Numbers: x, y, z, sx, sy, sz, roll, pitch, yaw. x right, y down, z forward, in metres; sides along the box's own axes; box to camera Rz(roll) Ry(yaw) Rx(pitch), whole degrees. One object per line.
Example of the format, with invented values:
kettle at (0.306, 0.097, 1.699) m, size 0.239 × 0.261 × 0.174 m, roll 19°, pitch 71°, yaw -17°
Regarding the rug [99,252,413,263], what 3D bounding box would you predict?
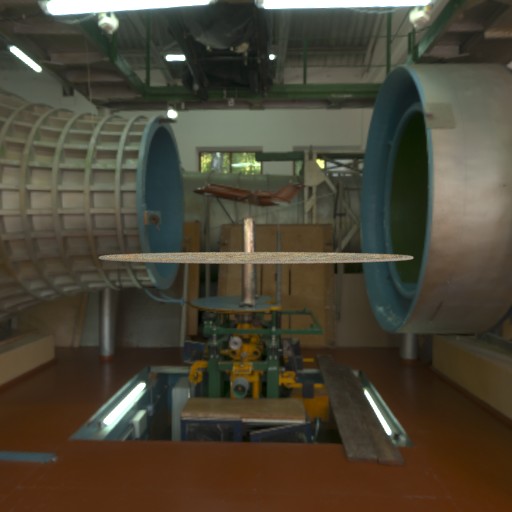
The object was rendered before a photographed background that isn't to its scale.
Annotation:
rug at (0.000, 0.000, 2.388) m, size 1.598 × 0.010 × 1.598 m, roll 0°, pitch 2°, yaw 0°
